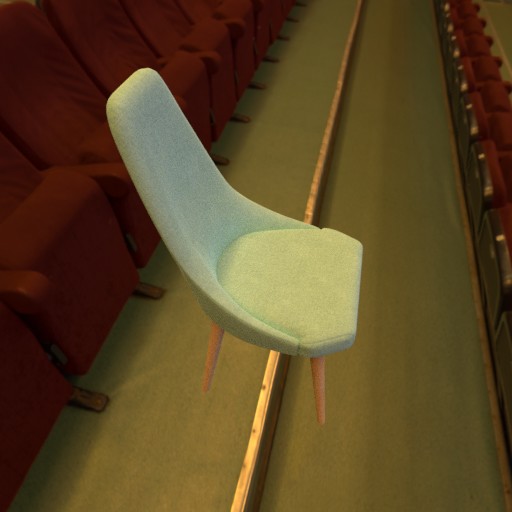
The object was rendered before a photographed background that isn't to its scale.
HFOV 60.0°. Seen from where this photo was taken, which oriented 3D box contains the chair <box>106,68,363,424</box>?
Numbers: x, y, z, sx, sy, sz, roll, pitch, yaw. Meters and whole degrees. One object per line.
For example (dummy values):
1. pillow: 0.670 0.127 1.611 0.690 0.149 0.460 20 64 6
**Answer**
1. chair: 0.000 0.000 1.378 0.660 1.040 0.510 9 45 9
